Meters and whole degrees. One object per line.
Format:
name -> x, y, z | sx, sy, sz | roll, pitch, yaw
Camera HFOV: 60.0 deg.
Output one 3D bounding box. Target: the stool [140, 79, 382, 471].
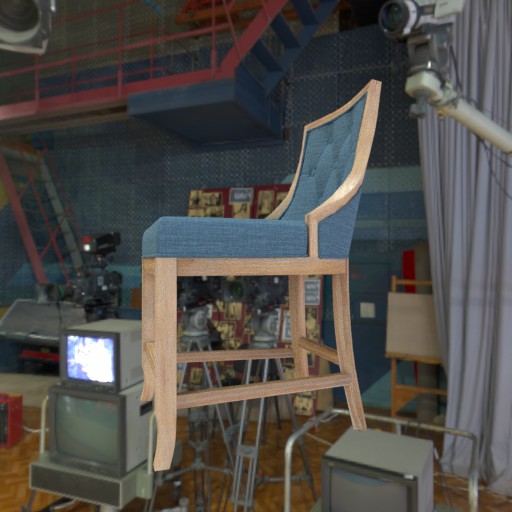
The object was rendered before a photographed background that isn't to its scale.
stool -> 0.000, 0.000, 1.300 | 0.626, 0.938, 0.524 | 0, 0, -18
